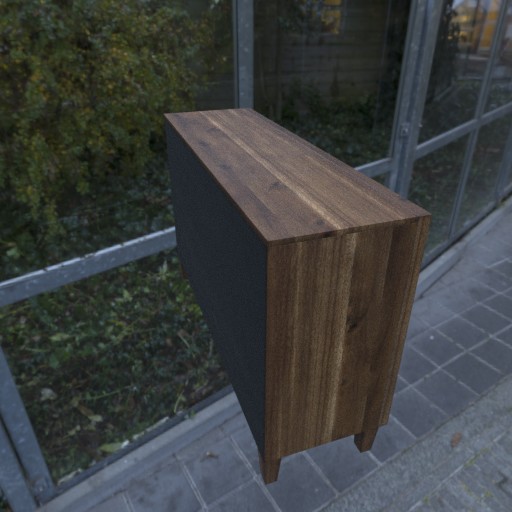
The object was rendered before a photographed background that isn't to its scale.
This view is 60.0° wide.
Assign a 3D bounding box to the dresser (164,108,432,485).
[{"bbox_3d":[0.000,0.000,1.812,0.438,0.892,1.387,-10,31,-17],"label":"dresser"}]
